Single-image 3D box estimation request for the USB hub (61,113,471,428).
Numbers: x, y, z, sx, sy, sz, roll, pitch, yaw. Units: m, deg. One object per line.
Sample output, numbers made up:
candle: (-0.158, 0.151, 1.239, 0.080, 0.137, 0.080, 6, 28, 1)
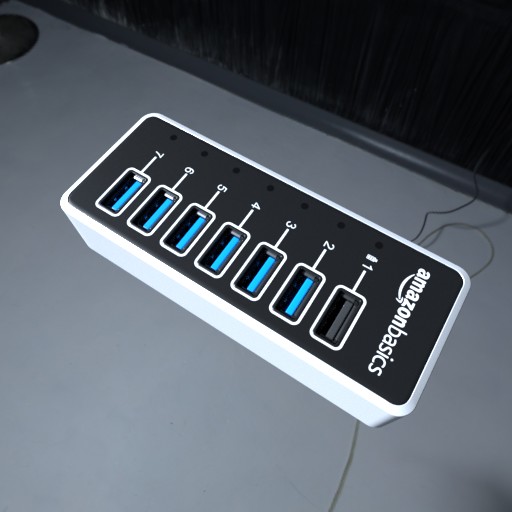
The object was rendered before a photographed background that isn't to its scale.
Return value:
USB hub: (0.000, 0.000, 0.131, 0.110, 0.023, 0.044, 30, 67, 14)
